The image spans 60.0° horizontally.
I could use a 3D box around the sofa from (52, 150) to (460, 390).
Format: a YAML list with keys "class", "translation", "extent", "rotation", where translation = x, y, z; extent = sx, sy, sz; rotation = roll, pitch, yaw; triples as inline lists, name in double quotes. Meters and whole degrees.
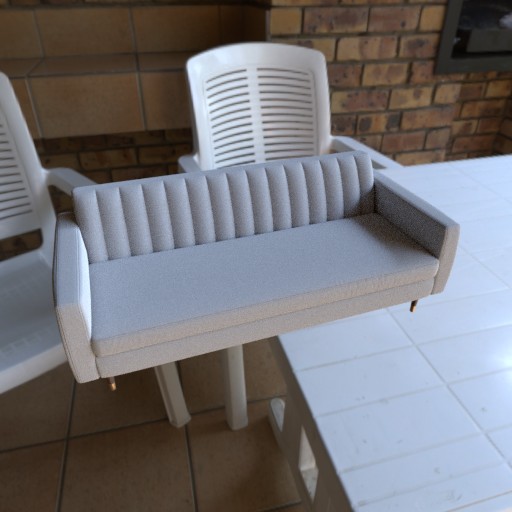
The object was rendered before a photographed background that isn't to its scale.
- class: "sofa"
  translation: [0.000, 0.000, 2.750]
  extent: [2.291, 0.821, 0.990]
  rotation: [-11, 34, -17]
